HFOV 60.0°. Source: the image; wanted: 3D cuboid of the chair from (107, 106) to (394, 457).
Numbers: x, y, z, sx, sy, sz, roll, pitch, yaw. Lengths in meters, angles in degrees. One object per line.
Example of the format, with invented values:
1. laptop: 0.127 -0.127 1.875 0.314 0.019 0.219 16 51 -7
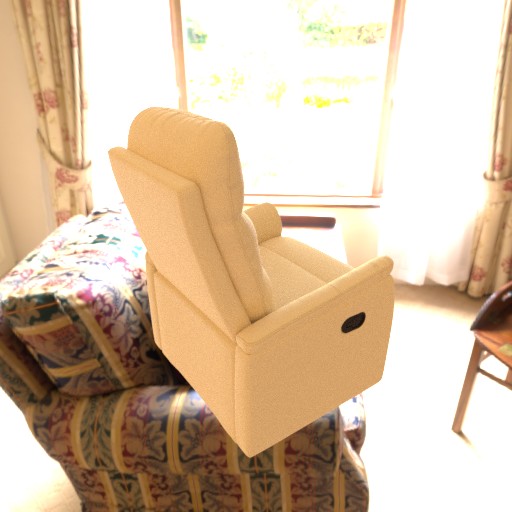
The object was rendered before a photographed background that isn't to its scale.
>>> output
1. chair: 0.000 0.000 1.652 0.831 1.082 0.775 -17 31 -31
